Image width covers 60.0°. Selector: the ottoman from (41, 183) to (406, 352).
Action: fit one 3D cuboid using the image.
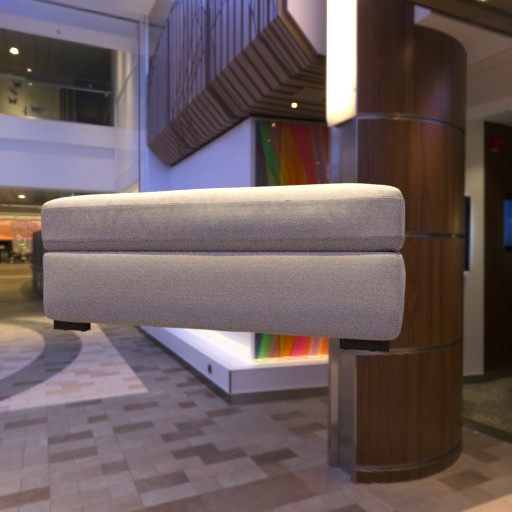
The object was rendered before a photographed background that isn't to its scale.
[{"bbox_3d":[0.000,0.000,1.813,1.163,0.482,1.167,0,1,18],"label":"ottoman"}]
